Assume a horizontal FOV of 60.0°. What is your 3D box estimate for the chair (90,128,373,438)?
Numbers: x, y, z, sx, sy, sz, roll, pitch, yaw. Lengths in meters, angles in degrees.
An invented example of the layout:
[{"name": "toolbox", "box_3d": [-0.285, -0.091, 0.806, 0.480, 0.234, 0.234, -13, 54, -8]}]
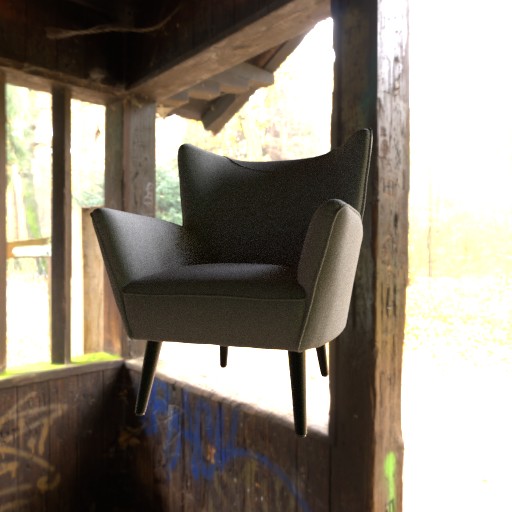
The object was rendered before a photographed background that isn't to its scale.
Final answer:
[{"name": "chair", "box_3d": [0.000, 0.000, 1.578, 0.781, 0.933, 0.888, 0, 1, 18]}]
